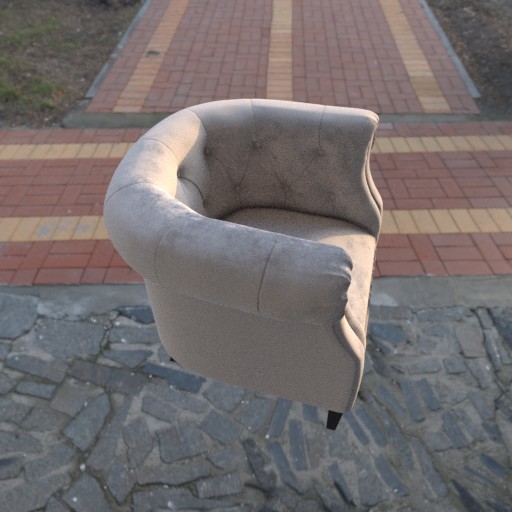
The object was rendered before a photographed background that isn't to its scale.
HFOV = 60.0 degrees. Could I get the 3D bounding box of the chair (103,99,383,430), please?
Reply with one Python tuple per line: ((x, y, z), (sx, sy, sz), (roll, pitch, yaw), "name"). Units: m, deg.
((0.000, 0.000, 1.578), (0.851, 0.826, 0.904), (11, 46, 11), "chair")
